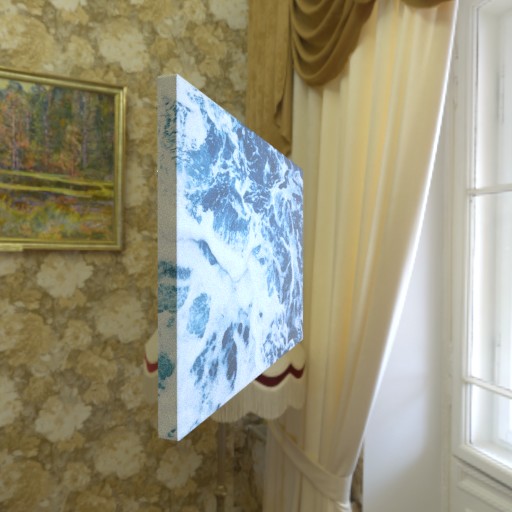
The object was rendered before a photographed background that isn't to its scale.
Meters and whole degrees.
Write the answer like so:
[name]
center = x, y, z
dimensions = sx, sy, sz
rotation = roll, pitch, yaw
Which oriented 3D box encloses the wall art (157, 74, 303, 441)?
[wall art]
center = 0.000, 0.000, 1.169
dimensions = 0.042, 0.610, 0.915
rotation = 0, 1, 19
